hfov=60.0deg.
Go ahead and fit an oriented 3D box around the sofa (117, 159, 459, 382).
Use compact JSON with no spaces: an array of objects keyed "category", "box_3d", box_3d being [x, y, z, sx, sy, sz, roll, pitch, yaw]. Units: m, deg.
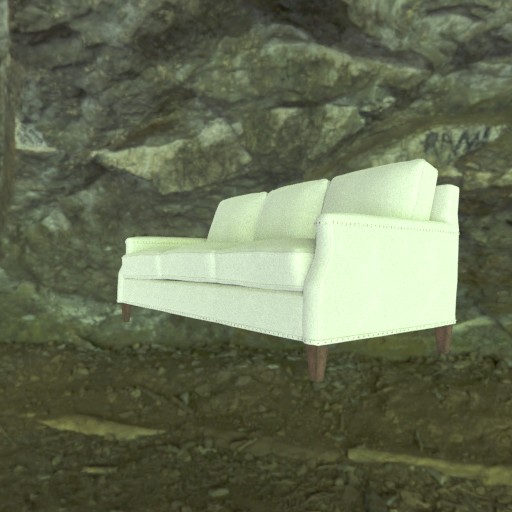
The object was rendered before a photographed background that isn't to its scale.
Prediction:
[{"category":"sofa","box_3d":[0.000,0.000,2.870,1.084,1.003,2.246,1,-1,-36]}]
